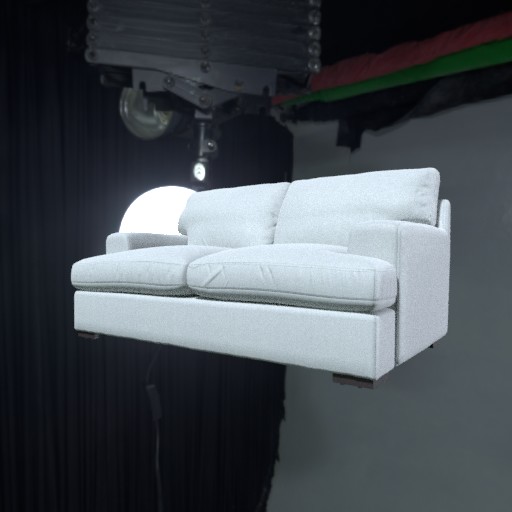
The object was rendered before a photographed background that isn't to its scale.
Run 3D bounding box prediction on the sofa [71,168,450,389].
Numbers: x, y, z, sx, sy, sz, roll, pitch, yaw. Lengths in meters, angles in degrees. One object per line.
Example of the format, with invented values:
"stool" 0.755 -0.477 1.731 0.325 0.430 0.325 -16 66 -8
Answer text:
"sofa" 0.000 0.000 2.479 1.880 0.940 1.143 0 0 35
